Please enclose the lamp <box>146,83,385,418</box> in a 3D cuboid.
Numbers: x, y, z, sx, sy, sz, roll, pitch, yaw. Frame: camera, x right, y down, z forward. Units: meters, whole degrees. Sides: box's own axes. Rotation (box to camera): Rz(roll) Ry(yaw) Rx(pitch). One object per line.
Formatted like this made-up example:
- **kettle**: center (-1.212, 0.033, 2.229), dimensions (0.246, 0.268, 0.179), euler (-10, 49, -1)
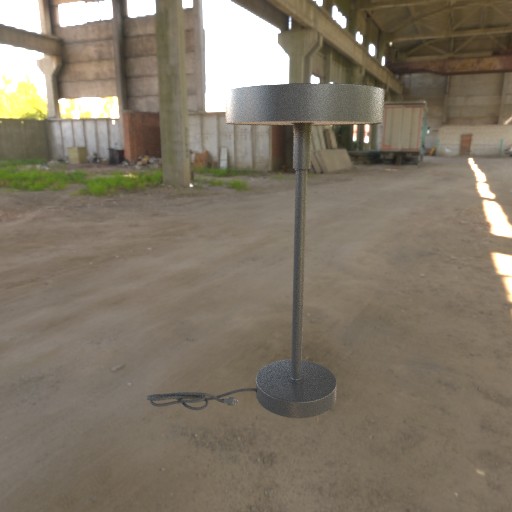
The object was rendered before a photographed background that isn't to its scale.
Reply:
- **lamp**: center (0.000, 0.000, 0.701), dimensions (0.369, 0.508, 0.229), euler (-2, 15, -9)
